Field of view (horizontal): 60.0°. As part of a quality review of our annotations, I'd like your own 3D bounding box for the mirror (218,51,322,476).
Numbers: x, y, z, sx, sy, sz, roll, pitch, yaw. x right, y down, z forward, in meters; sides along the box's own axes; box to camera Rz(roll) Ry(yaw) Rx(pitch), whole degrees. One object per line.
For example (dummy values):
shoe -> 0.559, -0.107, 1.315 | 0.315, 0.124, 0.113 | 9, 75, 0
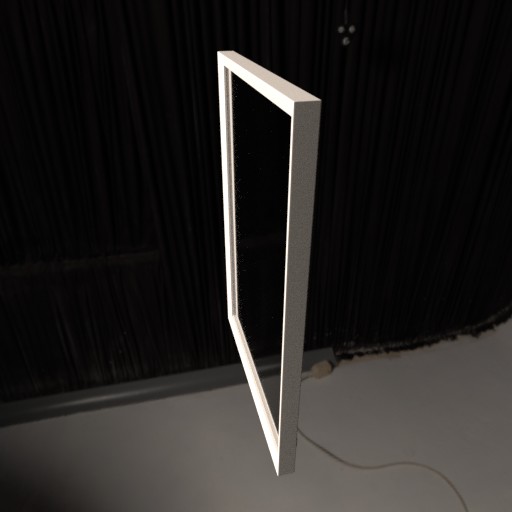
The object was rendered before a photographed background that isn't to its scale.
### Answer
mirror -> 0.000, 0.000, 0.904 | 0.039, 0.710, 0.507 | -7, 32, -12
